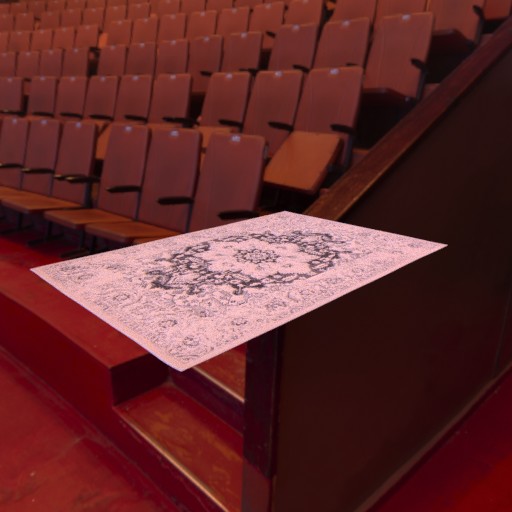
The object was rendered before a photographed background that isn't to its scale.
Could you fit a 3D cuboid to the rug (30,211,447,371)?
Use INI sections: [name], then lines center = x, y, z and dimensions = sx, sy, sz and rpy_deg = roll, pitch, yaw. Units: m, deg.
[rug]
center = 0.000, 0.000, 2.287
dimensions = 1.813, 0.008, 1.223
rpy_deg = -17, 25, -42
